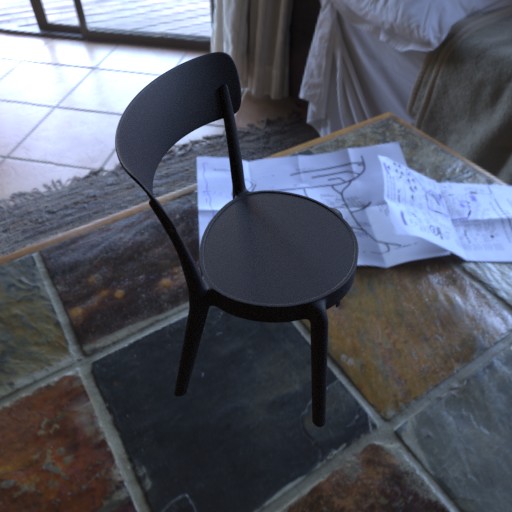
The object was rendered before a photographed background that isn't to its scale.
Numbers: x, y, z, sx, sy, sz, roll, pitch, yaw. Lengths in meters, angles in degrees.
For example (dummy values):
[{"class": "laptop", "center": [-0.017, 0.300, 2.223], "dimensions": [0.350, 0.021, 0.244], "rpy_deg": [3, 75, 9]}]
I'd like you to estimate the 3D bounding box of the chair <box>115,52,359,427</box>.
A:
[{"class": "chair", "center": [0.000, 0.000, 1.110], "dimensions": [0.491, 0.790, 0.506], "rpy_deg": [10, 47, 9]}]
